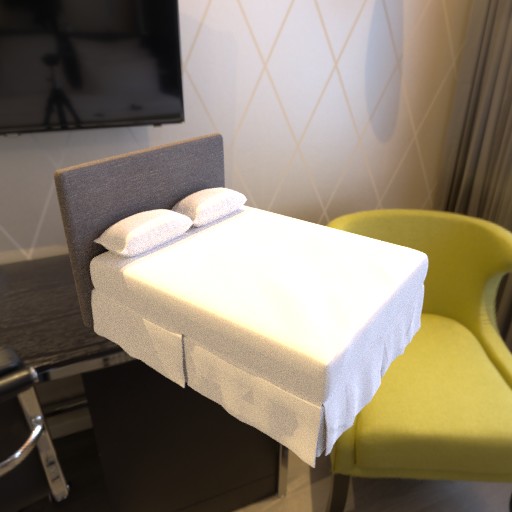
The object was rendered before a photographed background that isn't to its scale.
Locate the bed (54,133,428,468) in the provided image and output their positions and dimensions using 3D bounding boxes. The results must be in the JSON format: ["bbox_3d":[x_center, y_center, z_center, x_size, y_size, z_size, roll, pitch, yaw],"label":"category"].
[{"bbox_3d":[0.000,0.000,3.262,2.142,1.330,1.723,18,32,32],"label":"bed"}]
